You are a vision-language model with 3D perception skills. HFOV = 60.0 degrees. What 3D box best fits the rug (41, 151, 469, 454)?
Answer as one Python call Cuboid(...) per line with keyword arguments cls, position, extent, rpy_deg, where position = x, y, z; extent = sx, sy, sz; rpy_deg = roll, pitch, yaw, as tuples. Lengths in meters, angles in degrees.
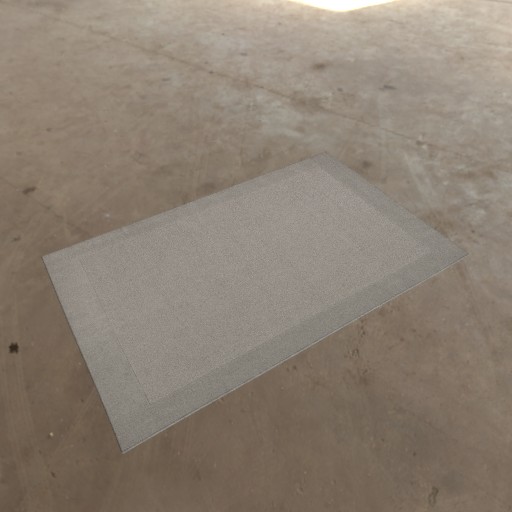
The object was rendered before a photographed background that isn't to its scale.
Cuboid(cls="rug", position=(0.000, 0.000, 2.968), extent=(2.438, 0.014, 1.524), rpy_deg=(-24, 50, -22))
